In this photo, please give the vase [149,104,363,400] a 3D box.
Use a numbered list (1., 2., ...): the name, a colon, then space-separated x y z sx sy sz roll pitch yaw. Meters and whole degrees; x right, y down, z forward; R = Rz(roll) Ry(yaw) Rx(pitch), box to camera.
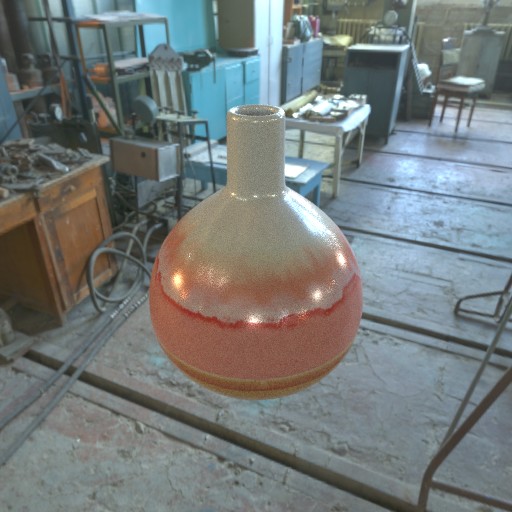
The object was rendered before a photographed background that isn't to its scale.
1. vase: 0.000 0.000 0.275 0.137 0.176 0.137 0 31 0
